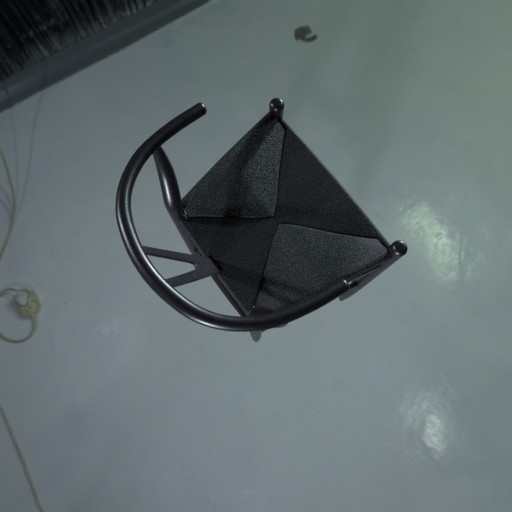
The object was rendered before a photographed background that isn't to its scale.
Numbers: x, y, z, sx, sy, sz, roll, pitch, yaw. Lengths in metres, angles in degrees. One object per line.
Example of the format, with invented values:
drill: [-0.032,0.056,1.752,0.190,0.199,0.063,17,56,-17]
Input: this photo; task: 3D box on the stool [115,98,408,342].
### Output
stool: [0.000,0.000,1.430,0.579,1.072,0.569,-36,78,-9]
